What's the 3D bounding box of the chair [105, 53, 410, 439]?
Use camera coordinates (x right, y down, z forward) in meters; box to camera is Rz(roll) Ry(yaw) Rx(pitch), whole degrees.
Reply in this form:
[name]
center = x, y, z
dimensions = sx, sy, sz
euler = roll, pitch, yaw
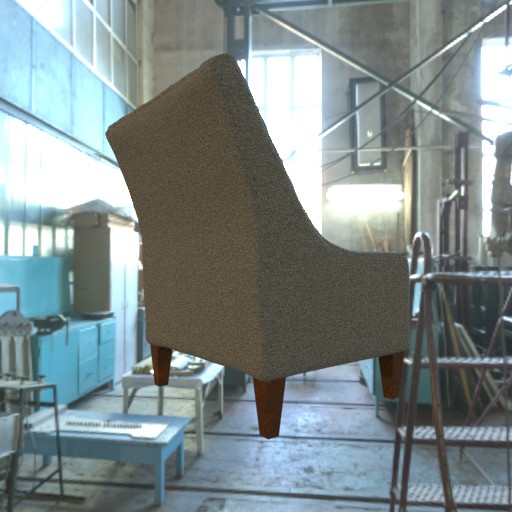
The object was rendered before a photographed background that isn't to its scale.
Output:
[chair]
center = 0.000, 0.000, 1.636
dimensions = 0.870, 1.016, 0.774
euler = 1, -1, -38
